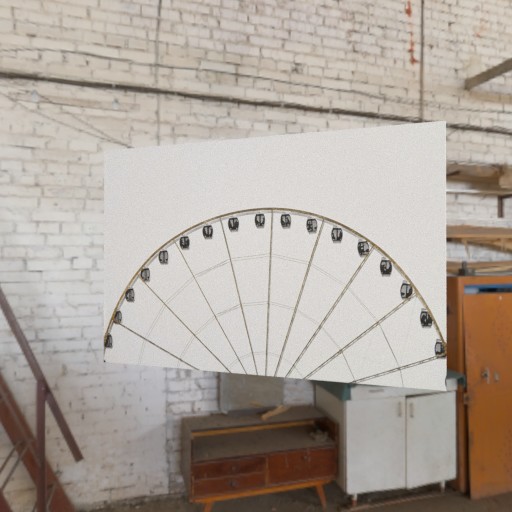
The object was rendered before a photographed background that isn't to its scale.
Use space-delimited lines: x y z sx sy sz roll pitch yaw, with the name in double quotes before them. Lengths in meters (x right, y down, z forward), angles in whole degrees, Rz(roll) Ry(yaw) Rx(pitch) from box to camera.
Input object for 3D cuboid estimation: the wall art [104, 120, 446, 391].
"wall art" 0.000 0.000 1.137 0.898 0.601 0.038 0 0 18
